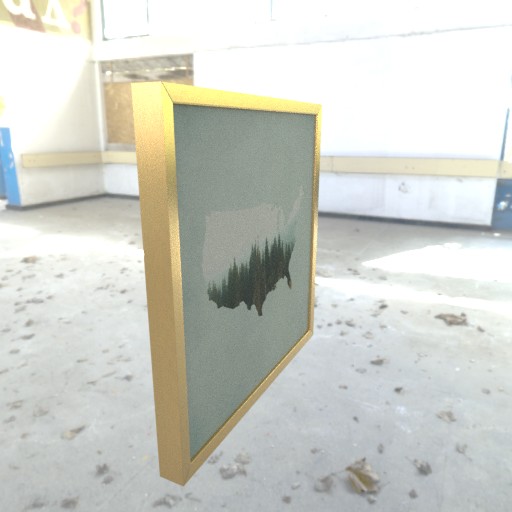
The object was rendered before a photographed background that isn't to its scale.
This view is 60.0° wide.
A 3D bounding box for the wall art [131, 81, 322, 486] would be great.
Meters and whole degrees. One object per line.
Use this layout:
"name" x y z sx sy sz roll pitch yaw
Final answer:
"wall art" 0.000 0.000 0.751 0.040 0.509 0.509 8 18 26
